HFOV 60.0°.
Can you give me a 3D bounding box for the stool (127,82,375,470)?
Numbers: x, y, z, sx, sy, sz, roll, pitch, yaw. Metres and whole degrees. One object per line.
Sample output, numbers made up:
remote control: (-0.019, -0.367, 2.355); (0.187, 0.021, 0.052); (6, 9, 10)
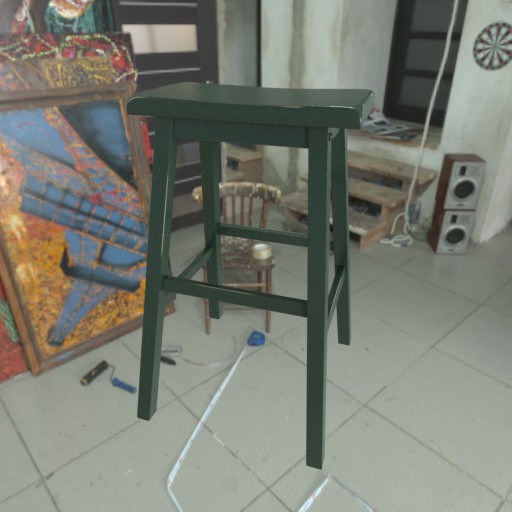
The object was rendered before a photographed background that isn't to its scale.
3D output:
stool: (0.000, 0.000, 1.053); (0.457, 0.737, 0.476); (9, 29, 16)
